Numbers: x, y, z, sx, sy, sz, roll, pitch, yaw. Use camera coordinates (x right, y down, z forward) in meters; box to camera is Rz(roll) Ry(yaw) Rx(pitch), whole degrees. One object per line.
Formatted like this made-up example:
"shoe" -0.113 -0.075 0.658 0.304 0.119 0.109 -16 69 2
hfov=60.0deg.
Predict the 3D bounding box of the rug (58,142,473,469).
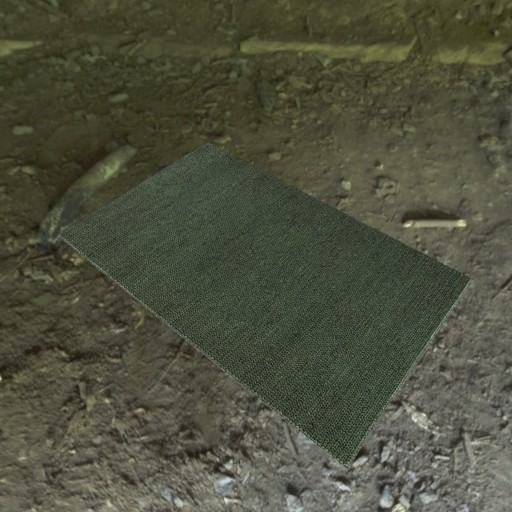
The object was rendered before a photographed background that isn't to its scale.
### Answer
"rug" 0.000 0.000 3.041 2.443 0.021 1.538 32 56 26
